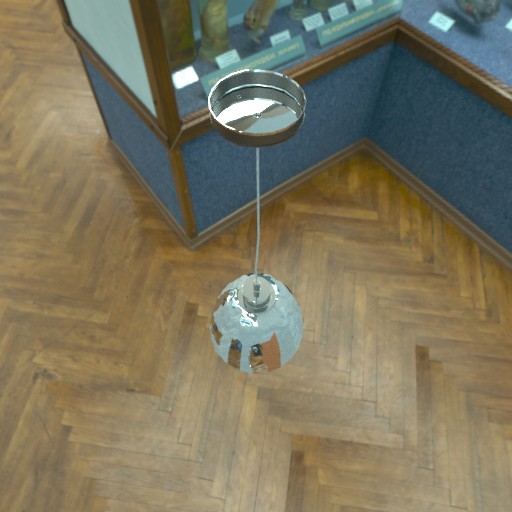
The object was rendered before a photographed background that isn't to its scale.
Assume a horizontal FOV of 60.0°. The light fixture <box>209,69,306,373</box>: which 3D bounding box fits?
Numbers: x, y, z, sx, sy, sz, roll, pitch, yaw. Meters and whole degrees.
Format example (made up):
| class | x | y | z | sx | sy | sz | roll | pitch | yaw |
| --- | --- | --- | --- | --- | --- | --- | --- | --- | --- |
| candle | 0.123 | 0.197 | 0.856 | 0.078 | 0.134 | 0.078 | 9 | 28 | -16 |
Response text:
| class | x | y | z | sx | sy | sz | roll | pitch | yaw |
| --- | --- | --- | --- | --- | --- | --- | --- | --- | --- |
| light fixture | 0.000 | 0.000 | 1.781 | 0.500 | 1.511 | 0.496 | -30 | 62 | -17 |
